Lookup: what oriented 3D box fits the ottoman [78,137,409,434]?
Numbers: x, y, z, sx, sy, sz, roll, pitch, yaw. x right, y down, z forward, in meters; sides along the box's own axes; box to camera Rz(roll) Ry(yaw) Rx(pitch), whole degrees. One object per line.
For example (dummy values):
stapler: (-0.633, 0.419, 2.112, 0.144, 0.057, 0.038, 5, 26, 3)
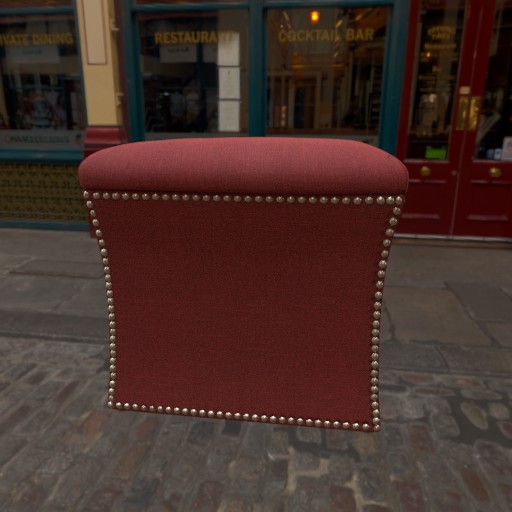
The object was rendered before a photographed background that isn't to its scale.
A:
ottoman: (0.000, 0.000, 0.917, 0.507, 0.475, 0.497, 2, 16, 8)
